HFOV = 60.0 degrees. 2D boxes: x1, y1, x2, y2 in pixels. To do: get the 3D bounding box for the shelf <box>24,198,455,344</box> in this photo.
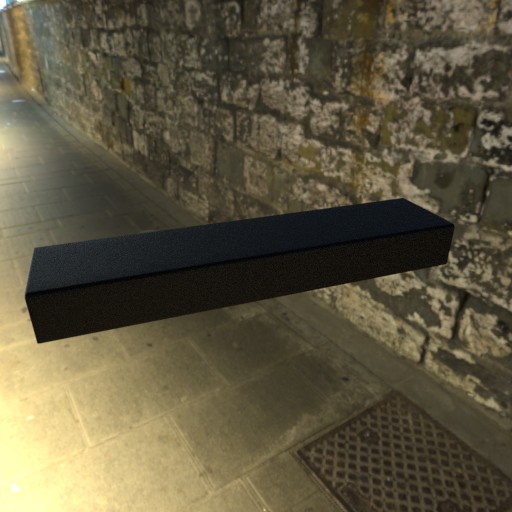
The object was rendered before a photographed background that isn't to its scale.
[{"bbox_3d":[0.000,0.000,0.499,0.456,0.053,0.102,-9,28,-17],"label":"shelf"}]
